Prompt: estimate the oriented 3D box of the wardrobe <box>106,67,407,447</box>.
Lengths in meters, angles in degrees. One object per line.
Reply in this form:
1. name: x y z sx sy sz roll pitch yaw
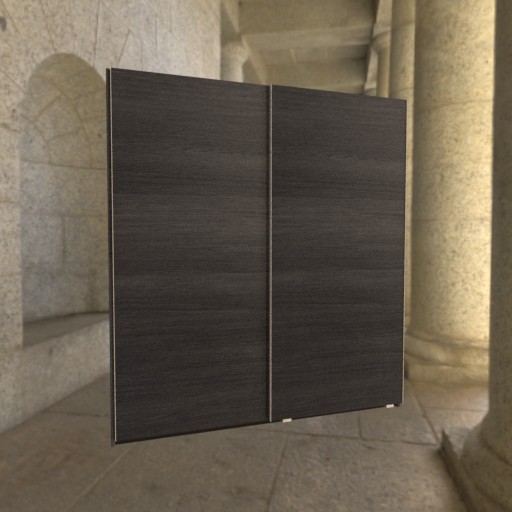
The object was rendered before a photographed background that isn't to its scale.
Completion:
1. wardrobe: 0.000 0.000 2.820 1.780 1.960 0.629 -1 3 -18
